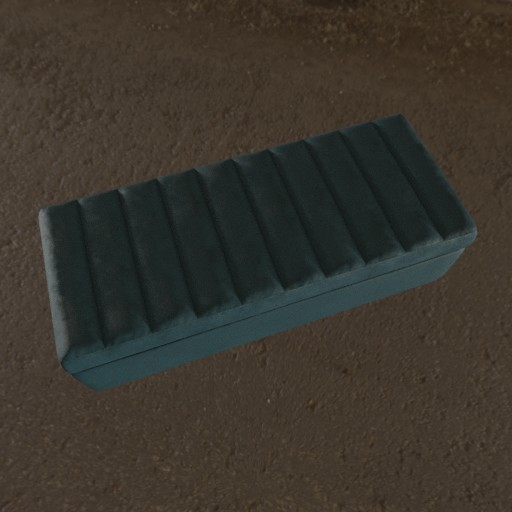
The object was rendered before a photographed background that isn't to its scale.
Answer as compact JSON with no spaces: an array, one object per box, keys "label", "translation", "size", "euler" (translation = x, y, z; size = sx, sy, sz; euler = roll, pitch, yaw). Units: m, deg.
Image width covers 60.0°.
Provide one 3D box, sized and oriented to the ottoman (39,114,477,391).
[{"label":"ottoman","translation":[0.000,0.000,1.407],"size":[1.151,0.469,0.482],"euler":[-17,64,-8]}]
